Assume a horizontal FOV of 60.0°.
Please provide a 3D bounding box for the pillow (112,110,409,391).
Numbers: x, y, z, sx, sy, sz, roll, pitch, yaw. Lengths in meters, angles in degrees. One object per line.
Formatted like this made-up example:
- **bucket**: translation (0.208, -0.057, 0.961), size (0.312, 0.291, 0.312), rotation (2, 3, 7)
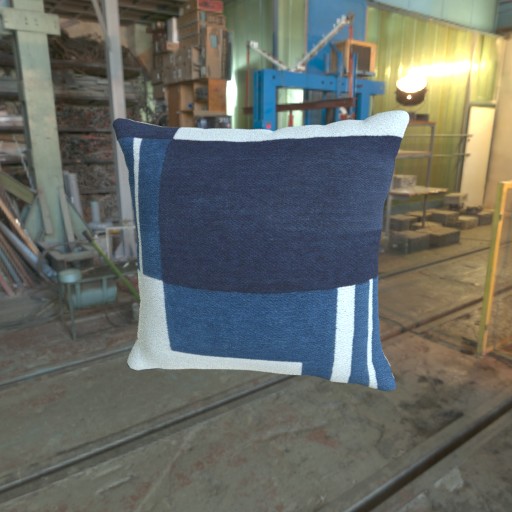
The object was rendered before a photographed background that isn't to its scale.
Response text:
- **pillow**: translation (0.000, 0.000, 0.816), size (0.536, 0.506, 0.229), rotation (2, 15, 8)
